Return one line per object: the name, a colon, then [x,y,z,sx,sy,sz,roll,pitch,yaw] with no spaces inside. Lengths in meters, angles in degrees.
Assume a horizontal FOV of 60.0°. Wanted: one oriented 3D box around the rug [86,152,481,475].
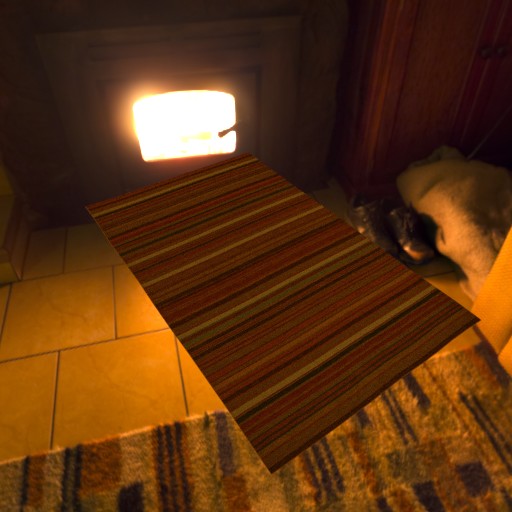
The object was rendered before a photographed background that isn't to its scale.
rug: [0.000,0.000,3.003,1.523,0.008,2.438,-25,47,-25]
